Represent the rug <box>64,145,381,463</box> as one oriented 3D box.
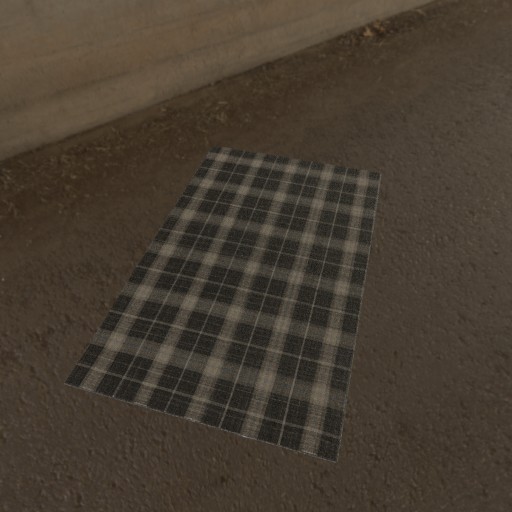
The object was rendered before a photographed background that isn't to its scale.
[{"bbox_3d":[0.000,0.000,3.095,1.520,0.015,2.434,12,48,11],"label":"rug"}]
